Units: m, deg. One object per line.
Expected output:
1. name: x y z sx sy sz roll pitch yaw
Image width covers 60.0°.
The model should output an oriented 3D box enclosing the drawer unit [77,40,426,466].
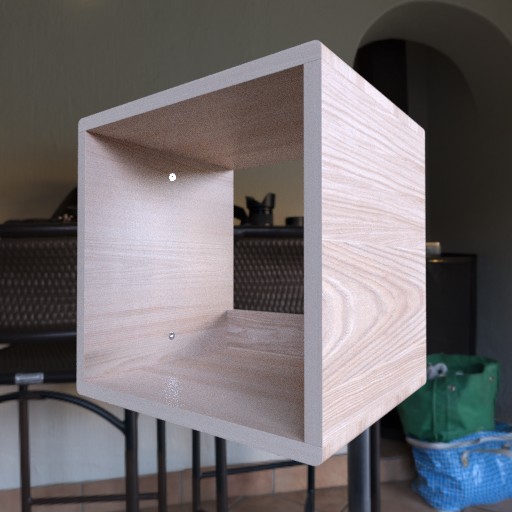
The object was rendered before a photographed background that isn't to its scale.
1. drawer unit: 0.000 0.000 0.572 0.344 0.344 0.290 -1 -1 36
